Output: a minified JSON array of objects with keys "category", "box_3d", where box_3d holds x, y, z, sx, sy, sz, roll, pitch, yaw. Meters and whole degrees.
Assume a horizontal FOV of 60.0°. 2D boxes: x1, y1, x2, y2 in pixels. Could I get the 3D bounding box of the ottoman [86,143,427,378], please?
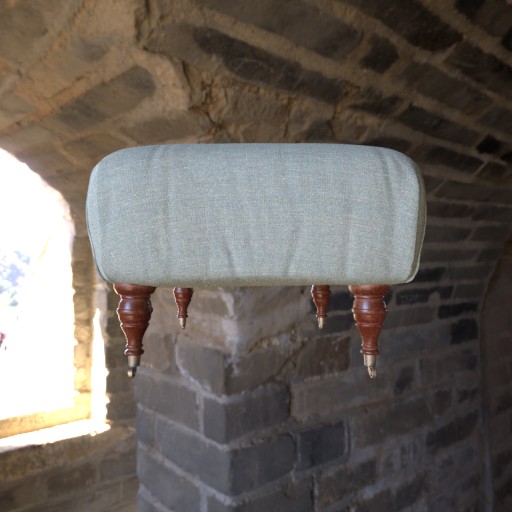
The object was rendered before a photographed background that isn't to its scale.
[{"category":"ottoman","box_3d":[0.000,0.000,1.106,0.622,0.450,0.747,0,-1,-1]}]
